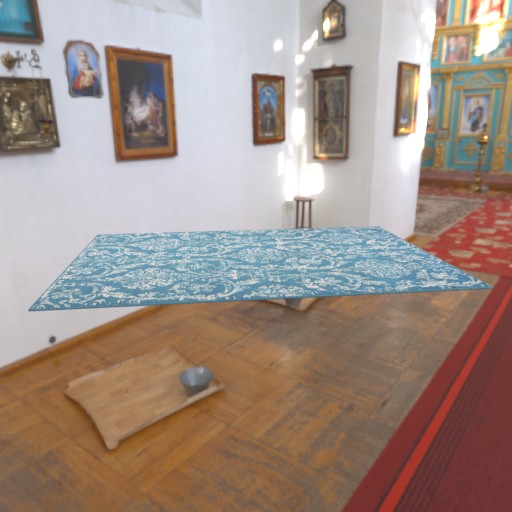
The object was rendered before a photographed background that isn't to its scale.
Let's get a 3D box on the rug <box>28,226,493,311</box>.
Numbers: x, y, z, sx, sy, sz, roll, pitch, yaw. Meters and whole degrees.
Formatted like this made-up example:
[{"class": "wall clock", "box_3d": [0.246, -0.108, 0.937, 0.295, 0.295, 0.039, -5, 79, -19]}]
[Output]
[{"class": "rug", "box_3d": [0.000, 0.000, 3.450, 2.746, 0.018, 1.816, -2, 16, -7]}]
